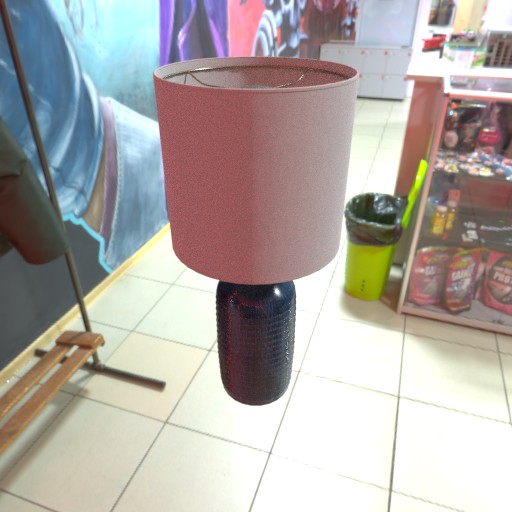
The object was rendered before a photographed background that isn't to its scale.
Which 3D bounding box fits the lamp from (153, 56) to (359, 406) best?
[{"bbox_3d":[0.000,0.000,0.606,0.220,0.475,0.220,-22,38,-32],"label":"lamp"}]
